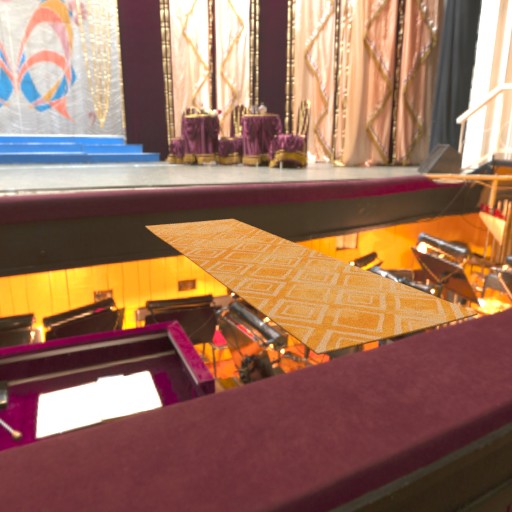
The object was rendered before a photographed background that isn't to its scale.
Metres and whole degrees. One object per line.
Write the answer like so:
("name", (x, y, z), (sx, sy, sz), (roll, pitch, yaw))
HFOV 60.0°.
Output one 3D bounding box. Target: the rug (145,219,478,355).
("rug", (0.000, 0.000, 2.646), (0.775, 0.010, 2.438), (-7, 16, -26))
